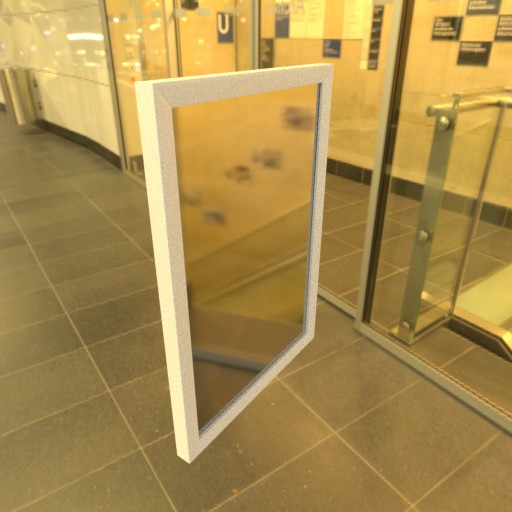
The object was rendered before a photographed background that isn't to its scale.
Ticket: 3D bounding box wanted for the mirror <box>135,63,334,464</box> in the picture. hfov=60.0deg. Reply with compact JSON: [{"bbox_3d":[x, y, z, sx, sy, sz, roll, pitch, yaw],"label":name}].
[{"bbox_3d":[0.000,0.000,0.919,0.040,0.710,0.507,18,32,31],"label":"mirror"}]
